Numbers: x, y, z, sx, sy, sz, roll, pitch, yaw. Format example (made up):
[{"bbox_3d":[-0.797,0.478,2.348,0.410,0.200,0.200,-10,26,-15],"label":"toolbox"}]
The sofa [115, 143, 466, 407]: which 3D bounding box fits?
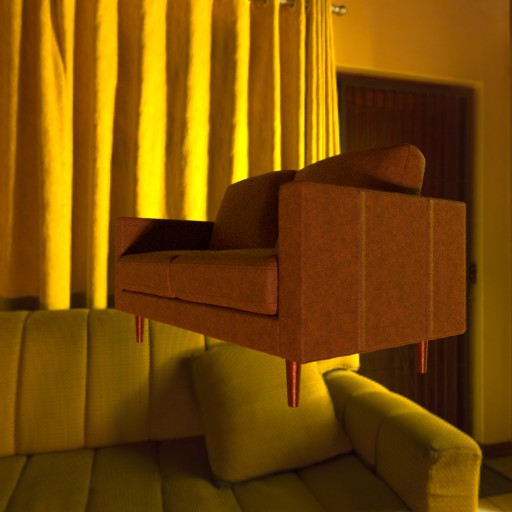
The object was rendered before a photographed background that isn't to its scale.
[{"bbox_3d":[0.000,0.000,2.116,0.909,0.951,1.578,0,0,-36],"label":"sofa"}]
